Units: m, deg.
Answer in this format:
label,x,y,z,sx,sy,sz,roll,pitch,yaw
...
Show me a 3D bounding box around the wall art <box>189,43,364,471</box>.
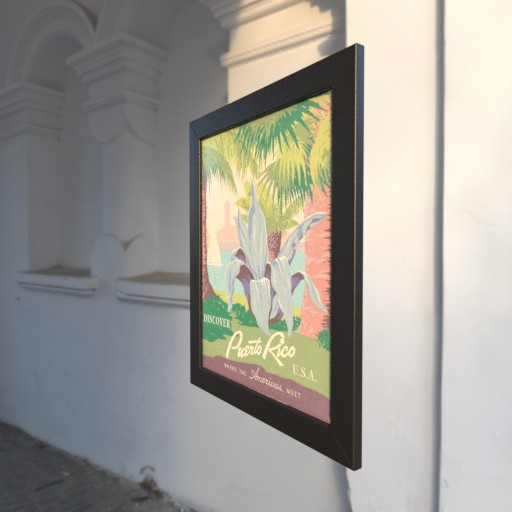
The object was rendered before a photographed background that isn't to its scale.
label,x,y,z,sx,sy,sz,roll,pitch,yaw
wall art,0.000,0.000,0.800,0.018,0.582,0.481,-1,2,-36
